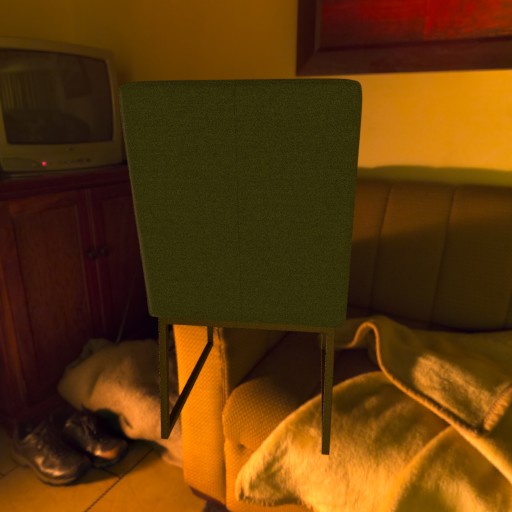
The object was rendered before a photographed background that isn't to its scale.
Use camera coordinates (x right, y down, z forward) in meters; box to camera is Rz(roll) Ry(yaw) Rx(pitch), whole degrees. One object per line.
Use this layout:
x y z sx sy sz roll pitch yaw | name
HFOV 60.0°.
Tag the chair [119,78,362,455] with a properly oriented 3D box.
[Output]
0.000 0.000 1.312 0.520 0.930 0.634 2 17 8 | chair
